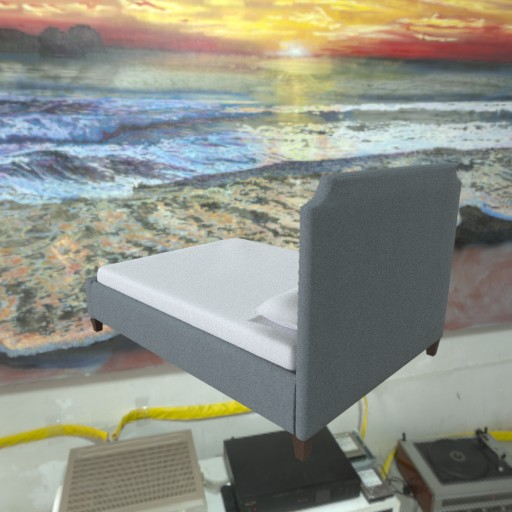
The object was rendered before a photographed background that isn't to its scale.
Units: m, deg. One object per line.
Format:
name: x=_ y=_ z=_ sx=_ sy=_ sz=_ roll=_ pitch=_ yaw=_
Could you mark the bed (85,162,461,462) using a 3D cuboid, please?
bed: x=0.000 y=0.000 z=3.399 sx=2.372 sy=1.443 sz=1.712 roll=14 pitch=20 yaw=42
